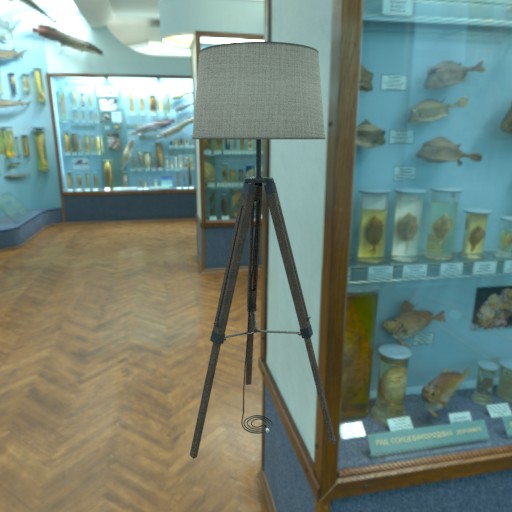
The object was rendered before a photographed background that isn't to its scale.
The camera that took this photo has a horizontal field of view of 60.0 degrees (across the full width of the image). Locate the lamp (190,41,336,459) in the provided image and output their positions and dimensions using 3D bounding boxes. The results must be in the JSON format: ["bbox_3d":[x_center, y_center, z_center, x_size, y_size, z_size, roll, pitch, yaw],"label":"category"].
[{"bbox_3d":[0.000,0.000,1.814,0.604,1.510,0.587,-2,15,-9],"label":"lamp"}]
